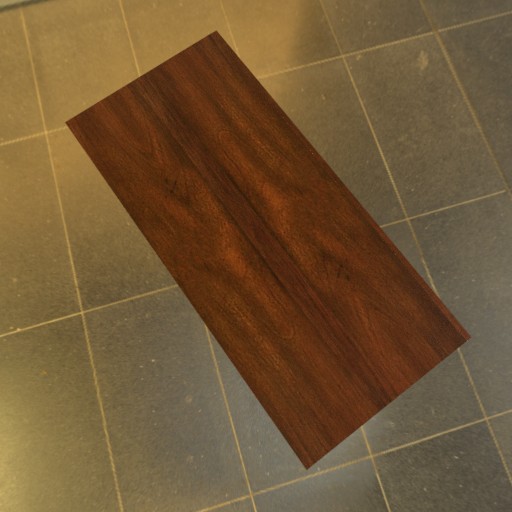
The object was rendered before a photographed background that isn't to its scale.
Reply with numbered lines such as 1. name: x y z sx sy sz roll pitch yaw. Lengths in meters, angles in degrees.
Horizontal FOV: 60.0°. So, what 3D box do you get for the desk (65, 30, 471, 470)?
1. desk: 0.000 0.000 2.162 0.734 1.031 1.577 -35 79 -8
